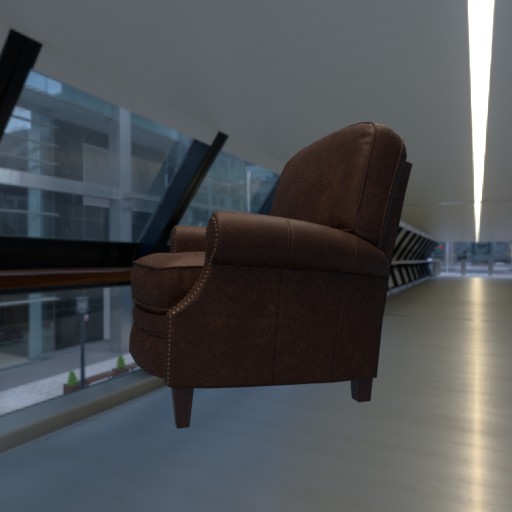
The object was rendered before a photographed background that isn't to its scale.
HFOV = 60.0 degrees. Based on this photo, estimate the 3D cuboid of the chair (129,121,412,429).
[{"bbox_3d":[0.000,0.000,1.784,0.986,1.018,0.936,0,1,-19],"label":"chair"}]
